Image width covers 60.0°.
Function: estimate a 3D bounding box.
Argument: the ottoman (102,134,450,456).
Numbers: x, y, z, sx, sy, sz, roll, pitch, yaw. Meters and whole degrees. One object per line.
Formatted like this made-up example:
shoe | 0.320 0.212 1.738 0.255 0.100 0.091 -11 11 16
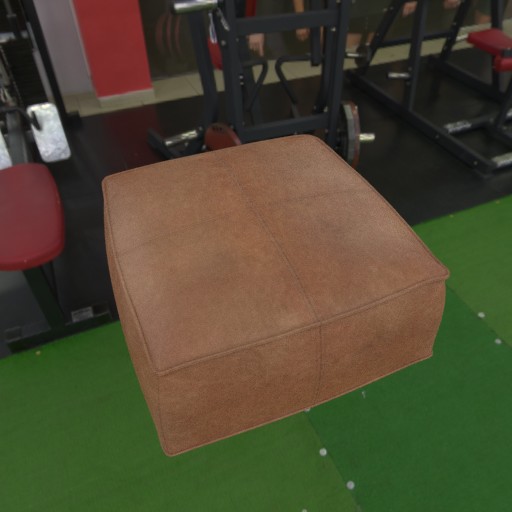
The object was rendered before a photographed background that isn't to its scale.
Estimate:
ottoman | 0.000 0.000 1.421 0.901 0.395 0.902 -16 46 -16
